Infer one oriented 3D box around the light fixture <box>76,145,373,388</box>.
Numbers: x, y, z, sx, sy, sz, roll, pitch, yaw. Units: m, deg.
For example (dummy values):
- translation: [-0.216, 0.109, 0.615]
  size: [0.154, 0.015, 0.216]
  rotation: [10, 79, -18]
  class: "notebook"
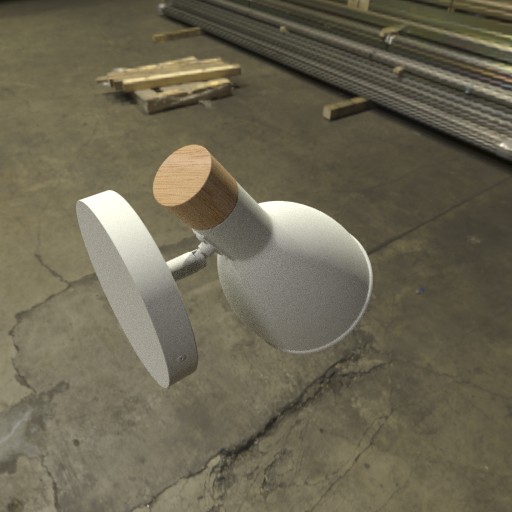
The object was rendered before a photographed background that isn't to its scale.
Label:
- translation: [0.000, 0.000, 0.333]
  size: [0.209, 0.199, 0.127]
  rotation: [-25, 47, -26]
  class: "light fixture"
